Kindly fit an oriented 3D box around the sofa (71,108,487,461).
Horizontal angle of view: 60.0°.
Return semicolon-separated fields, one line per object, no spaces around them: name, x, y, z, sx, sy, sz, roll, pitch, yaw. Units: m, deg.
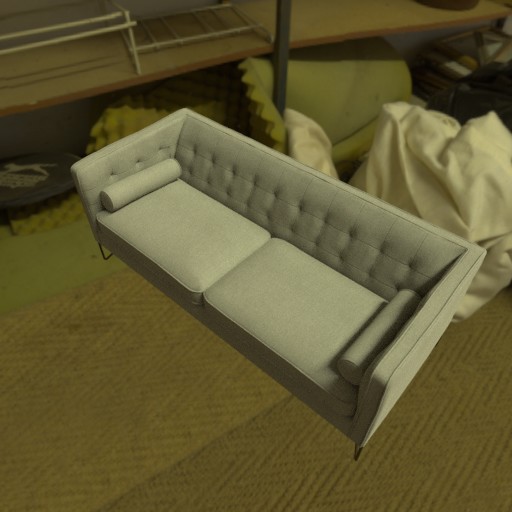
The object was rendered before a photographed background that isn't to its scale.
sofa;0.000;0.000;2.548;2.079;0.798;0.912;32;54;27
